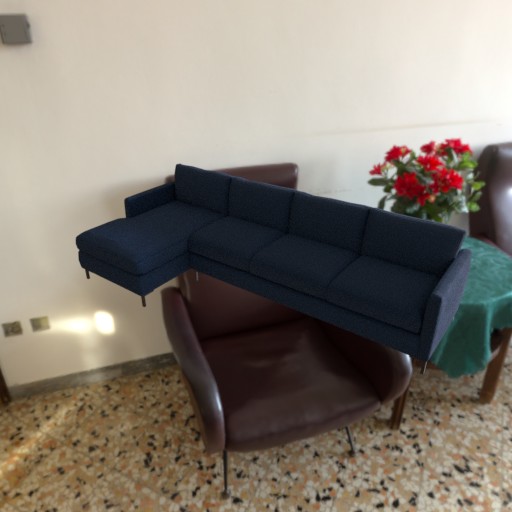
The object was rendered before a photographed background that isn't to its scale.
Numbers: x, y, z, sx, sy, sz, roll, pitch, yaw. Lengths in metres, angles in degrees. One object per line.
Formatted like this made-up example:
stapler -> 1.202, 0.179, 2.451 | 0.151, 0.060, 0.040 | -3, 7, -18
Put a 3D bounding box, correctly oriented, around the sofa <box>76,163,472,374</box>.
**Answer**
sofa -> 0.000, 0.000, 2.949 | 2.450, 0.679, 1.128 | 19, 33, 31
